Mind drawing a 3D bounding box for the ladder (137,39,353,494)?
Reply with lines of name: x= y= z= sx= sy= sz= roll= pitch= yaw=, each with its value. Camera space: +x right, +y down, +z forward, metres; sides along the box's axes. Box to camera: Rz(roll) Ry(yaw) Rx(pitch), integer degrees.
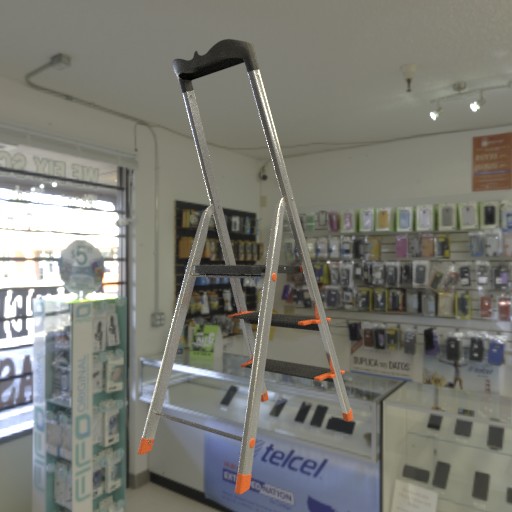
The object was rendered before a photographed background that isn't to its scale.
ladder: x=0.000 y=0.000 z=1.534 sx=0.416 sy=1.229 sz=0.686 roll=-1 pitch=-1 yaw=37
